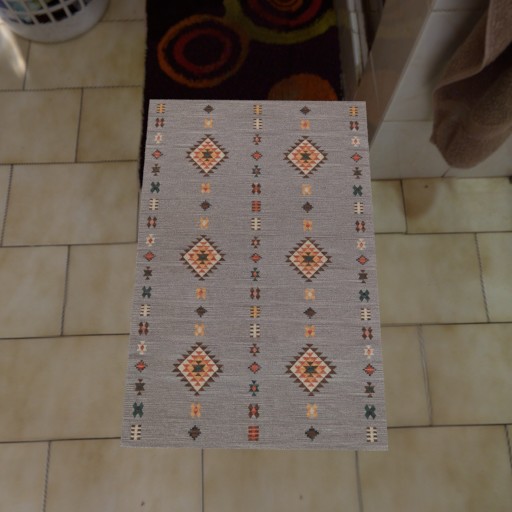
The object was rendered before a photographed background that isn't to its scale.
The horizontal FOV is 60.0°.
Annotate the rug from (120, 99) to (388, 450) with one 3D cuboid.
[{"bbox_3d":[0.000,0.000,2.255,1.217,0.005,1.818,1,74,0],"label":"rug"}]
